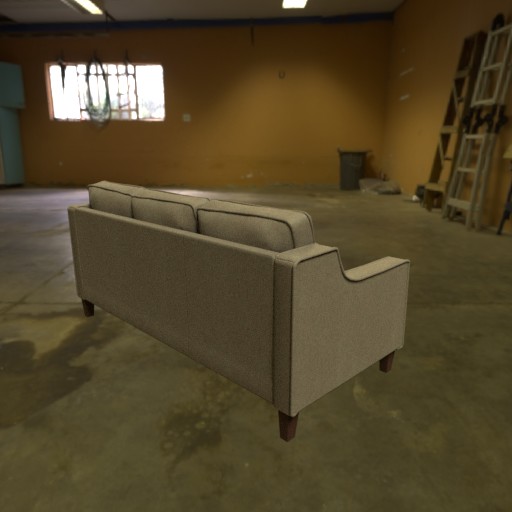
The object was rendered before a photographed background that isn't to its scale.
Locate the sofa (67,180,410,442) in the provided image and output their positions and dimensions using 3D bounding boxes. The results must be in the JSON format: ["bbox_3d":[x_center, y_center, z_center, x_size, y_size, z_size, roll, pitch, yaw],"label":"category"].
[{"bbox_3d":[0.000,0.000,3.309,1.858,1.081,2.317,-14,20,-43],"label":"sofa"}]
